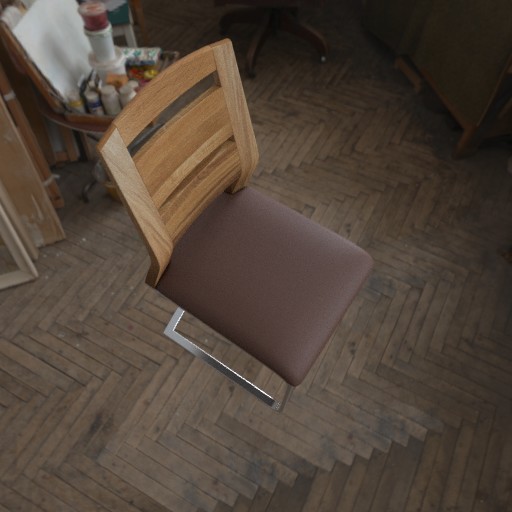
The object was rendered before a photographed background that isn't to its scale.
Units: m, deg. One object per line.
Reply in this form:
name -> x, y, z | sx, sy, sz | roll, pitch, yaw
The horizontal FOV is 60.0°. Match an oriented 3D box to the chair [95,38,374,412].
chair -> 0.000, 0.000, 1.248 | 0.570, 0.970, 0.460 | 30, 63, 17
